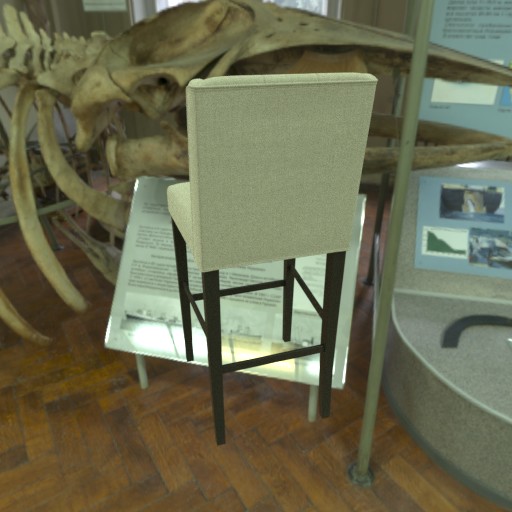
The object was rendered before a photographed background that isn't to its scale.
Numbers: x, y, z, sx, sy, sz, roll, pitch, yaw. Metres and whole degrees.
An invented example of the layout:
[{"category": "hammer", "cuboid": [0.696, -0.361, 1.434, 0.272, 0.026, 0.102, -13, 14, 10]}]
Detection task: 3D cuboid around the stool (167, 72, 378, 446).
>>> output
[{"category": "stool", "cuboid": [0.000, 0.000, 1.415, 0.474, 1.116, 0.509, -8, 28, -16]}]
